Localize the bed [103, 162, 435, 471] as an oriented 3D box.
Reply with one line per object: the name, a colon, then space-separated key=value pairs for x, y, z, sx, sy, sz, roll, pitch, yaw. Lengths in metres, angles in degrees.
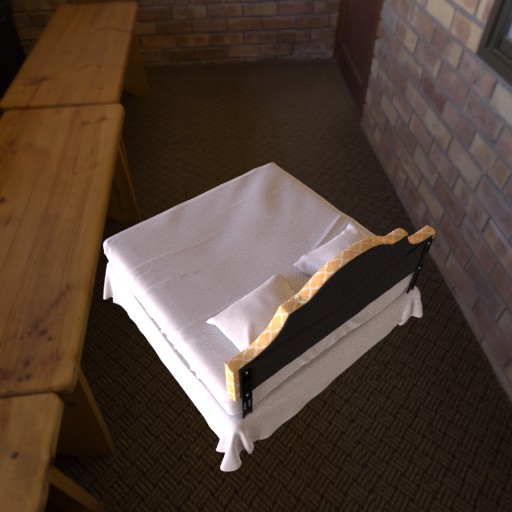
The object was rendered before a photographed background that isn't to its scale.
bed: x=0.000 y=0.000 z=3.831 sx=2.314 sy=1.601 sz=2.222 roll=-30 pitch=53 yaw=-26
